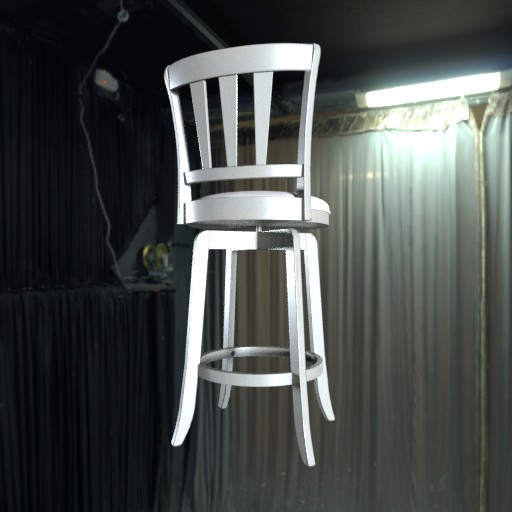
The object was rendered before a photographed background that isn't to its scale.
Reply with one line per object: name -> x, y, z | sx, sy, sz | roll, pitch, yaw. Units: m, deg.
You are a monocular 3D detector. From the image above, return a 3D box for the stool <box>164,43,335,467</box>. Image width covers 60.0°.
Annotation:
stool -> 0.000, 0.000, 1.296 | 0.436, 1.042, 0.475 | 0, -1, 19
